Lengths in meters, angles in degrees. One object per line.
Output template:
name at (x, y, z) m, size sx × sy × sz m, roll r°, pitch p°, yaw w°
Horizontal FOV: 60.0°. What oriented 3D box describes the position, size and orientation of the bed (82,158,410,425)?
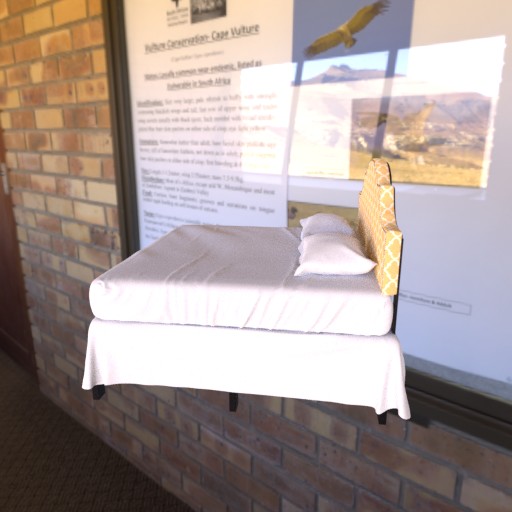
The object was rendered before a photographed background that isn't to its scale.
bed at (0.000, 0.000, 3.690) m, size 2.222 × 1.601 × 2.314 m, roll 2°, pitch 15°, yaw 8°
